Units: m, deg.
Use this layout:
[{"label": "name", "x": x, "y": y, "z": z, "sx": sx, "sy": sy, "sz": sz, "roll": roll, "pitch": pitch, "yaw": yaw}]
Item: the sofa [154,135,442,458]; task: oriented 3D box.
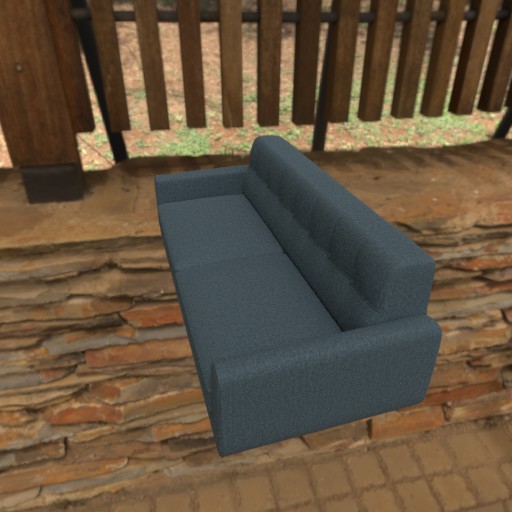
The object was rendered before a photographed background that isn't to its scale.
[{"label": "sofa", "x": 0.000, "y": 0.000, "z": 2.545, "sx": 0.942, "sy": 0.884, "sz": 2.055, "roll": -9, "pitch": 32, "yaw": -15}]
